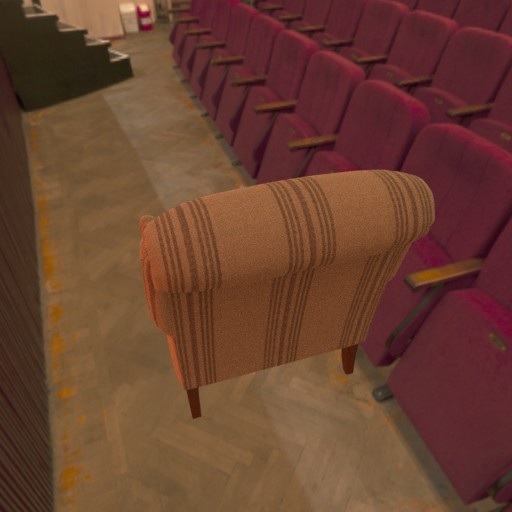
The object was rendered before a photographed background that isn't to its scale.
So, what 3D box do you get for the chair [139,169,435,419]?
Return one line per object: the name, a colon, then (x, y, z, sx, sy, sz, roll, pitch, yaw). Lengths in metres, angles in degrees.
chair: (0.000, 0.000, 1.621, 0.813, 0.940, 0.914, -12, 41, -14)
